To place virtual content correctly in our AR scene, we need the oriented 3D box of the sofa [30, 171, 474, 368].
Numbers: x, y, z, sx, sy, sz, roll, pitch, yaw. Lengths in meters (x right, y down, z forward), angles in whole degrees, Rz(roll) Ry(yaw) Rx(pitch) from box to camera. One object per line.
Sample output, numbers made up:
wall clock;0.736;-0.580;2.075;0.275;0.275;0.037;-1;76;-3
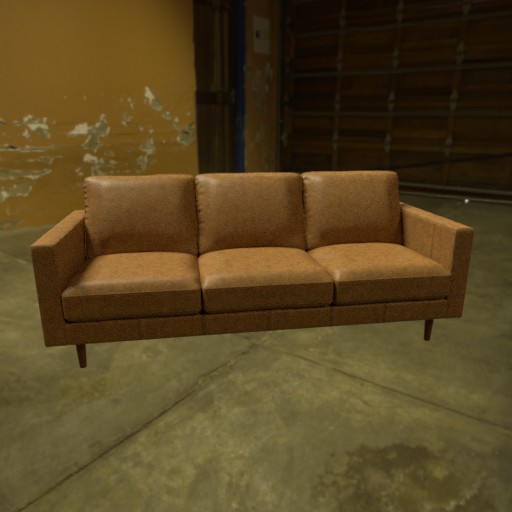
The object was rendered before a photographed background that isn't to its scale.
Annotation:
sofa;0.000;0.000;2.647;2.231;0.930;0.903;-3;17;-9
